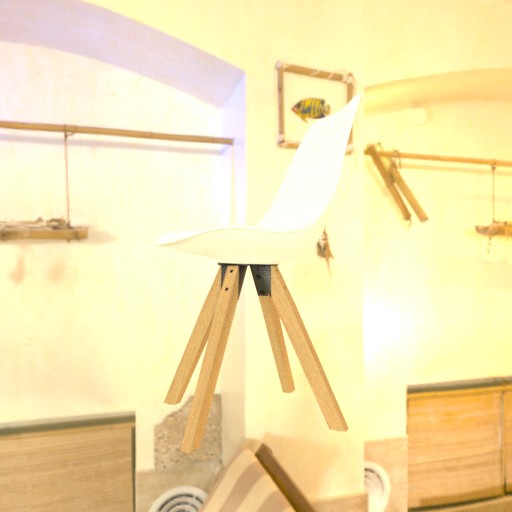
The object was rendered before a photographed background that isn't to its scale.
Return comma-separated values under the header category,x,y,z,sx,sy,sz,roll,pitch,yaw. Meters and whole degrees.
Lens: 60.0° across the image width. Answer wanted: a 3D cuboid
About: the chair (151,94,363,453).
category,x,y,z,sx,sy,sz,roll,pitch,yaw
chair,0.000,0.000,1.191,0.550,0.849,0.485,0,0,-18
